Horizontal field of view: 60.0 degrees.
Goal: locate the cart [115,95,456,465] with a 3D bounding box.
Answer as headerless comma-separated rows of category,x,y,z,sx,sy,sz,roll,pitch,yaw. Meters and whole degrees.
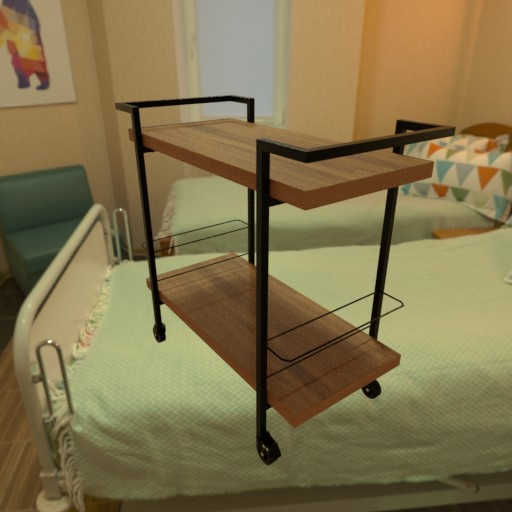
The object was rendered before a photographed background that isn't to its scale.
cart,0.000,0.000,1.228,0.406,0.762,0.806,-17,30,-32
